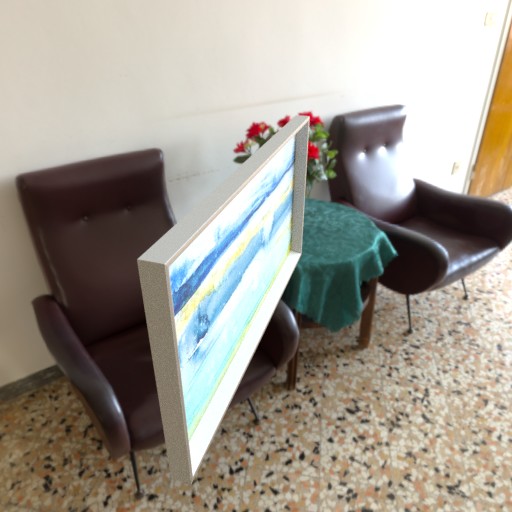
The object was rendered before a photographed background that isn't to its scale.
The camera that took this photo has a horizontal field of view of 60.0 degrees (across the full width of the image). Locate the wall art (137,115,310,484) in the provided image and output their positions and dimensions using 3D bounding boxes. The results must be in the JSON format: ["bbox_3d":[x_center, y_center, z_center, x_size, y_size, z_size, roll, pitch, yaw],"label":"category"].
[{"bbox_3d":[0.000,0.000,0.974,0.038,0.431,0.812,9,31,16],"label":"wall art"}]
